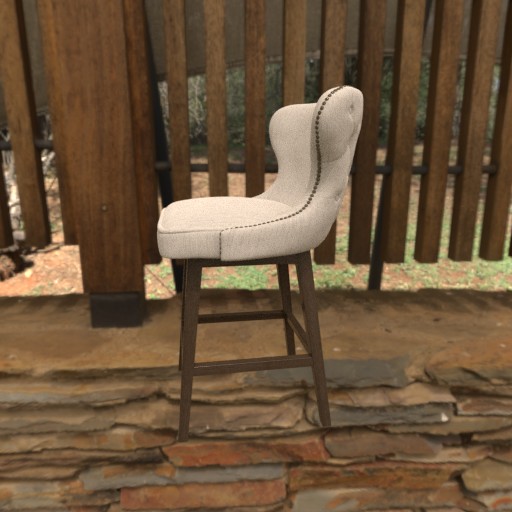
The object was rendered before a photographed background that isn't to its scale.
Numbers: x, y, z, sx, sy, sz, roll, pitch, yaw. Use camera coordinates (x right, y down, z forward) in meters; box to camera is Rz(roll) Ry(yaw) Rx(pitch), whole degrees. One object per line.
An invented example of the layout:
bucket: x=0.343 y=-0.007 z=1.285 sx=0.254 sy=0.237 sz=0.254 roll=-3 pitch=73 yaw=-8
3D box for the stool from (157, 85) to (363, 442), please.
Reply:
stool: x=0.000 y=0.000 z=1.415 sx=0.597 sy=0.972 sz=0.615 roll=-2 pitch=14 yaw=-9
